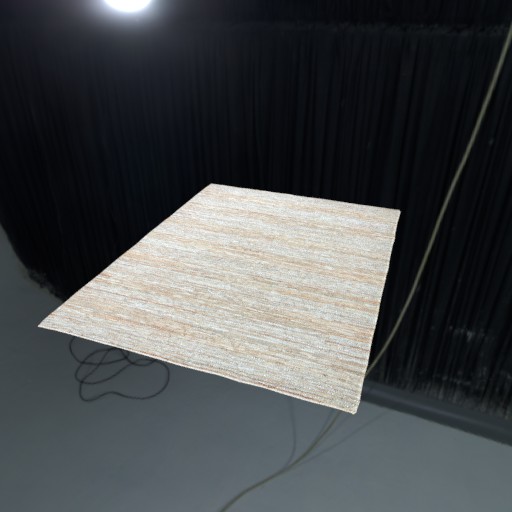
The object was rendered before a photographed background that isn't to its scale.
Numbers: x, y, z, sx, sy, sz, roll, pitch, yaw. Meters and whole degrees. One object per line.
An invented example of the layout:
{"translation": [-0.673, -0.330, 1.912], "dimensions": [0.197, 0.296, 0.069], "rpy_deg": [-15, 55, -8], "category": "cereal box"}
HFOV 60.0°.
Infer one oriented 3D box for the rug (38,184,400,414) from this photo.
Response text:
{"translation": [0.000, 0.000, 4.037], "dimensions": [2.313, 0.009, 2.939], "rpy_deg": [11, 32, 17], "category": "rug"}
